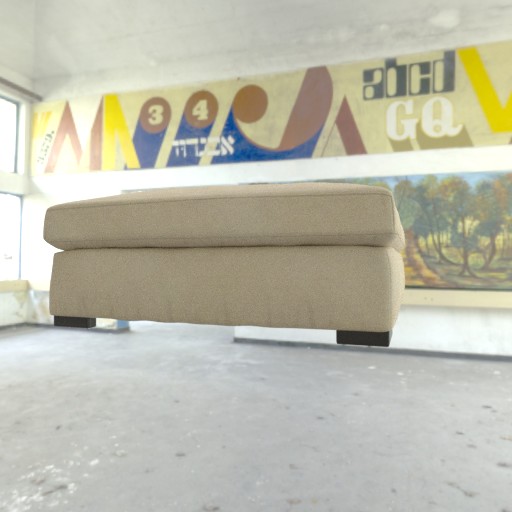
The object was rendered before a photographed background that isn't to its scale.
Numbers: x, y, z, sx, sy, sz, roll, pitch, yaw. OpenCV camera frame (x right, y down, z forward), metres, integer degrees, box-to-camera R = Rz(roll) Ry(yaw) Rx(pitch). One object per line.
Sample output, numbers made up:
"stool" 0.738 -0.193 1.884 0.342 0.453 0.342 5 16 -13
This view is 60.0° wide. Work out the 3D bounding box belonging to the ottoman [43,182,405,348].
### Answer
"ottoman" 0.000 0.000 1.907 1.205 0.522 1.190 0 -1 19
